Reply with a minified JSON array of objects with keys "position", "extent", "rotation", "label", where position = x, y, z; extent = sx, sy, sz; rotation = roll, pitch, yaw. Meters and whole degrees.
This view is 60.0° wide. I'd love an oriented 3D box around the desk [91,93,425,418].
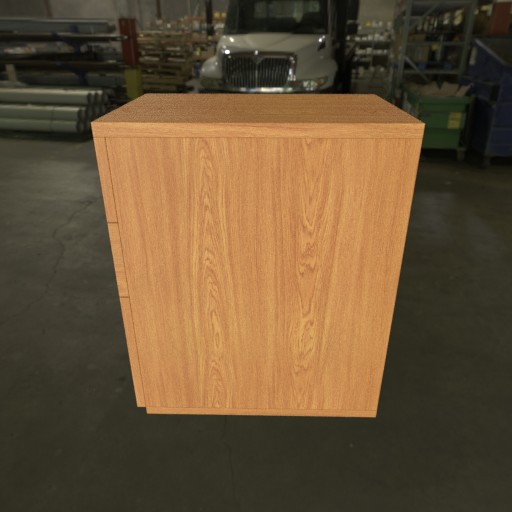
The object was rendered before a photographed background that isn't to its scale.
[{"position":[0.000,0.000,1.125],"extent":[0.600,0.730,0.404],"rotation":[1,27,1],"label":"desk"}]
